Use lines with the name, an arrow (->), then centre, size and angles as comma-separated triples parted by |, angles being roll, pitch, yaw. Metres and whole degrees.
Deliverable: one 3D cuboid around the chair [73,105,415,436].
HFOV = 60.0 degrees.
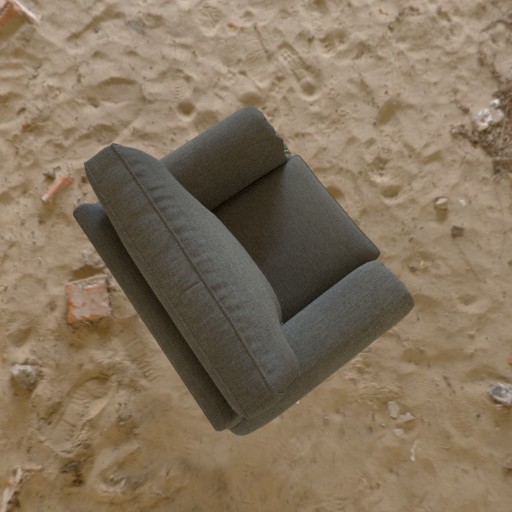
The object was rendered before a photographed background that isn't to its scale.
chair -> 0.000, 0.000, 1.828 | 0.965, 0.961, 1.092 | -35, 78, -9
